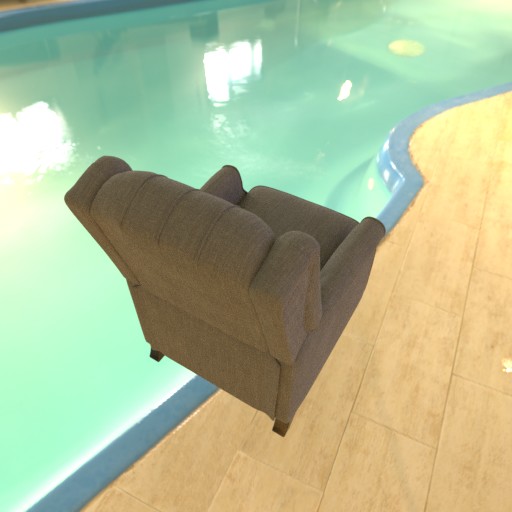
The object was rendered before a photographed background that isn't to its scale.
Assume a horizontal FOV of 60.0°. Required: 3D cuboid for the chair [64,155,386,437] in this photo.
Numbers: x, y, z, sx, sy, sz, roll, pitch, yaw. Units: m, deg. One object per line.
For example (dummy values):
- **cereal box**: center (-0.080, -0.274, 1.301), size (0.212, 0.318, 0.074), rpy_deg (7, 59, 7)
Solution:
- **chair**: center (0.000, 0.000, 1.628), size (0.742, 1.035, 0.898), rpy_deg (24, 51, 21)
